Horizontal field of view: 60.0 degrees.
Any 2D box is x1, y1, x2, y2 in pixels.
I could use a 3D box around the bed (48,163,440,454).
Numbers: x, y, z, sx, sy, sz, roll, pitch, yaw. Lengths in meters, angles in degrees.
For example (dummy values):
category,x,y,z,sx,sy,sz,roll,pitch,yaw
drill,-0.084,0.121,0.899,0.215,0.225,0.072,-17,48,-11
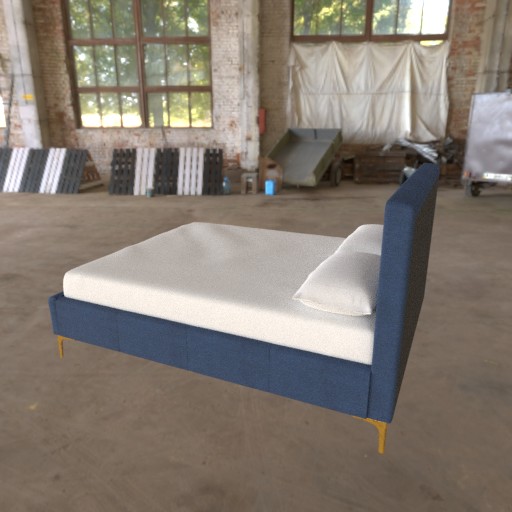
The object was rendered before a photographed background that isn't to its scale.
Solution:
category,x,y,z,sx,sy,sz,roll,pitch,yaw
bed,0.000,0.000,3.101,2.172,1.231,1.723,8,19,24
